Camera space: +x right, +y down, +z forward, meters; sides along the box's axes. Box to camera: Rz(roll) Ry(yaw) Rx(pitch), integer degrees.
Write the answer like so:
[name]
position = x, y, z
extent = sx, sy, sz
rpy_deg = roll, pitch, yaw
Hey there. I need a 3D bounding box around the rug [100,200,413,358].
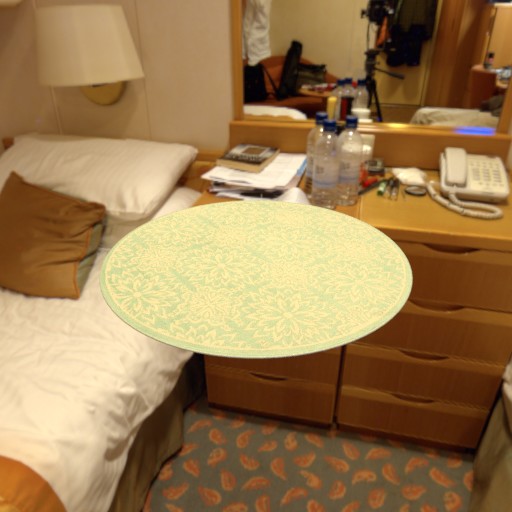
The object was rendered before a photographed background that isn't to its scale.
[rug]
position = 0.000, 0.000, 2.360
extent = 1.593, 0.012, 1.593
rpy_deg = 0, 29, 0
